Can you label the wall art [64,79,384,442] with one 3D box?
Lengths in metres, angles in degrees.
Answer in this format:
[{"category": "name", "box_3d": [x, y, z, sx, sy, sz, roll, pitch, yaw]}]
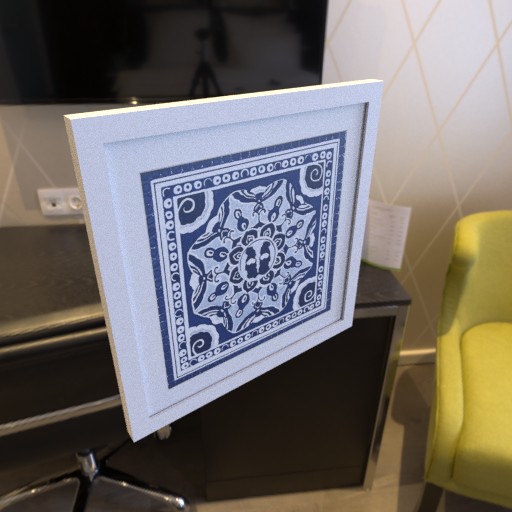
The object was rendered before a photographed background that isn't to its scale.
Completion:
[{"category": "wall art", "box_3d": [0.000, 0.000, 0.807, 0.559, 0.559, 0.028, -20, 34, -31]}]
